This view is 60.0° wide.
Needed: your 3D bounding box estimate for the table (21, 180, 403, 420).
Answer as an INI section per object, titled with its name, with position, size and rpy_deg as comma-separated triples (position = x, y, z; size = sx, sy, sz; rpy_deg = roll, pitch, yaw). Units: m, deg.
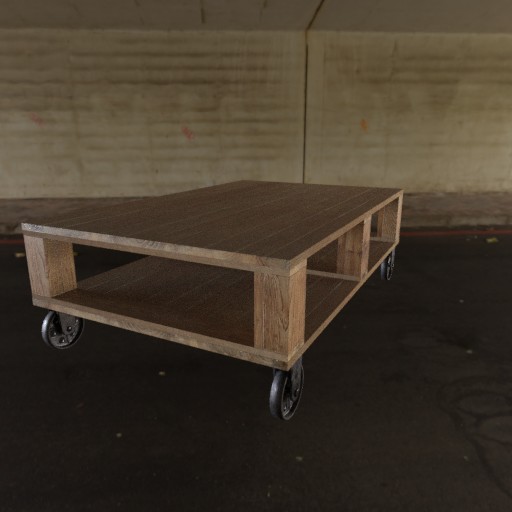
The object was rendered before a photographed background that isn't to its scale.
[table]
position = 0.000, 0.000, 1.686
size = 0.827, 0.413, 1.299
rpy_deg = 8, 18, 26
